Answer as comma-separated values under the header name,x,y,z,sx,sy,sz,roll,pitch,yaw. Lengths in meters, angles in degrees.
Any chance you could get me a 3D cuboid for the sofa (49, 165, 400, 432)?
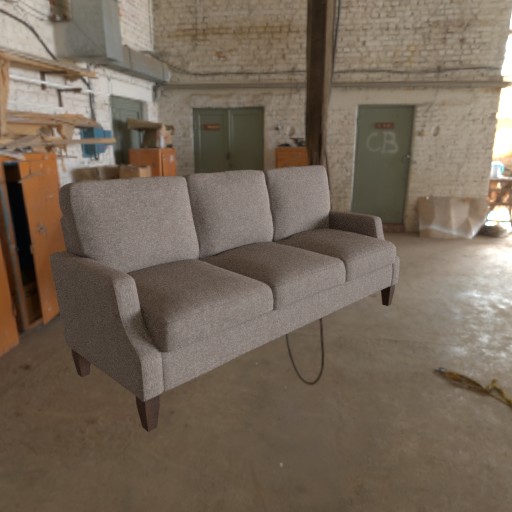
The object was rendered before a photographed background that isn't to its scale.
name,x,y,z,sx,sy,sz,roll,pitch,yaw
sofa,0.000,0.000,2.677,0.888,0.984,2.115,14,21,43
